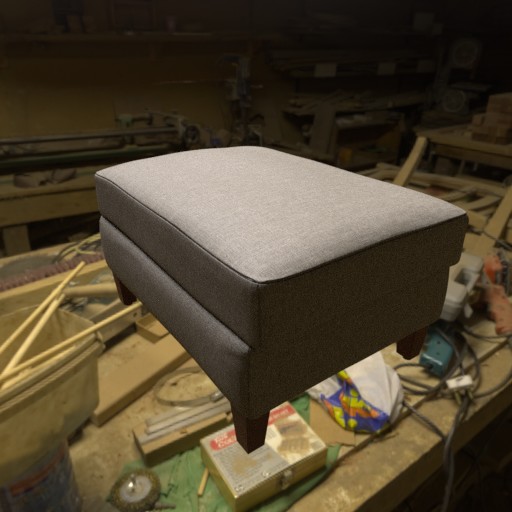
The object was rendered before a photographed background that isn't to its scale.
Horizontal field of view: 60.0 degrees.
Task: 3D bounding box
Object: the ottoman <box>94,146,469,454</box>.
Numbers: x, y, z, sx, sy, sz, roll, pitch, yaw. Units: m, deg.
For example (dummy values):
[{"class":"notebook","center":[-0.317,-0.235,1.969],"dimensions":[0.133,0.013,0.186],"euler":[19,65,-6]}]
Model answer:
[{"class":"ottoman","center":[0.000,0.000,1.245],"dimensions":[0.639,0.494,0.873],"euler":[-17,31,-31]}]
